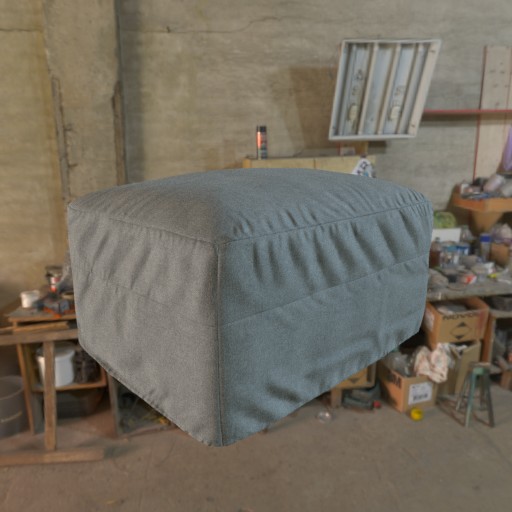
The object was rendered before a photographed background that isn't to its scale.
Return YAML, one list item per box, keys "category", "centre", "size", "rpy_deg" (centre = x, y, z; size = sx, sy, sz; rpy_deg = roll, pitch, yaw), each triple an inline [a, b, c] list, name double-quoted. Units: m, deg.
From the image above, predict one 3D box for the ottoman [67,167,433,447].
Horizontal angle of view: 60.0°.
- category: "ottoman"
  centre: [0.000, 0.000, 1.238]
  size: [0.837, 0.481, 0.683]
  rpy_deg: [-13, 18, -43]
